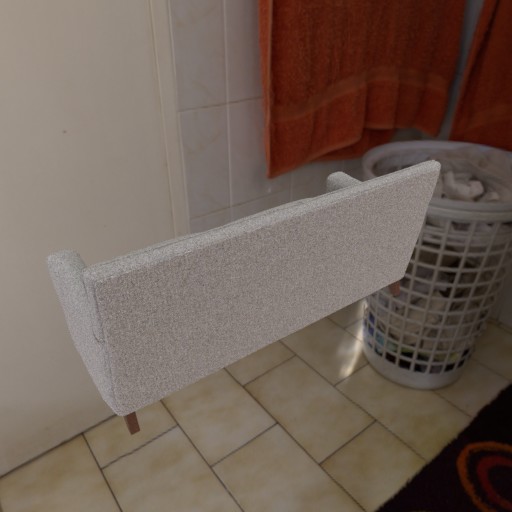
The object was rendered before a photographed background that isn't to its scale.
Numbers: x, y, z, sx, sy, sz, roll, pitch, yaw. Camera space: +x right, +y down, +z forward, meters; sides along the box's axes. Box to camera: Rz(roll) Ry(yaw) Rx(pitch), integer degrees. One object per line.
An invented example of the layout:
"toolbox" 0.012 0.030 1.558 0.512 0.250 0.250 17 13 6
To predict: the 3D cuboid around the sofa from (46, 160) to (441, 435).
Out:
"sofa" 0.000 0.000 2.503 2.026 0.942 0.854 -20 36 -30
